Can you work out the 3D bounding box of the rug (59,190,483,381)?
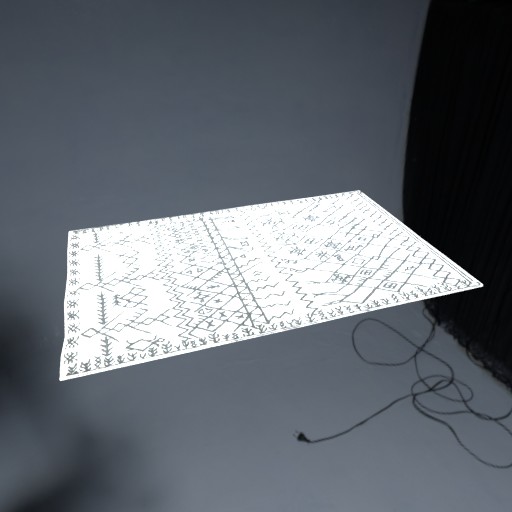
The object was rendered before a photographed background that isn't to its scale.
[{"bbox_3d":[0.000,0.000,3.021,2.444,0.012,1.530,-10,33,-15],"label":"rug"}]
